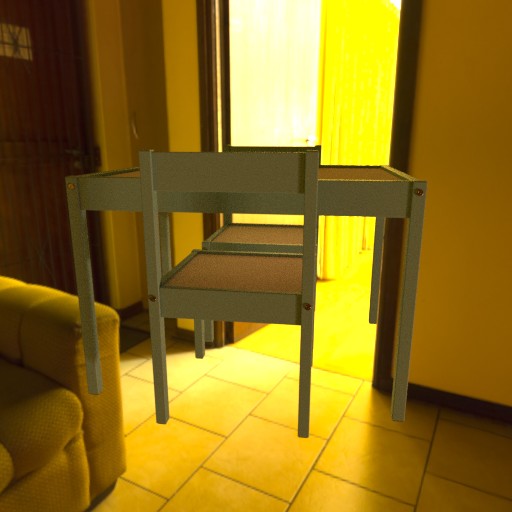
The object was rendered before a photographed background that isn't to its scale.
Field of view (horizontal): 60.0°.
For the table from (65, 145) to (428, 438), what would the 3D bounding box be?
[{"bbox_3d":[0.000,0.000,1.051,0.639,0.503,0.633,2,15,8],"label":"table"}]
